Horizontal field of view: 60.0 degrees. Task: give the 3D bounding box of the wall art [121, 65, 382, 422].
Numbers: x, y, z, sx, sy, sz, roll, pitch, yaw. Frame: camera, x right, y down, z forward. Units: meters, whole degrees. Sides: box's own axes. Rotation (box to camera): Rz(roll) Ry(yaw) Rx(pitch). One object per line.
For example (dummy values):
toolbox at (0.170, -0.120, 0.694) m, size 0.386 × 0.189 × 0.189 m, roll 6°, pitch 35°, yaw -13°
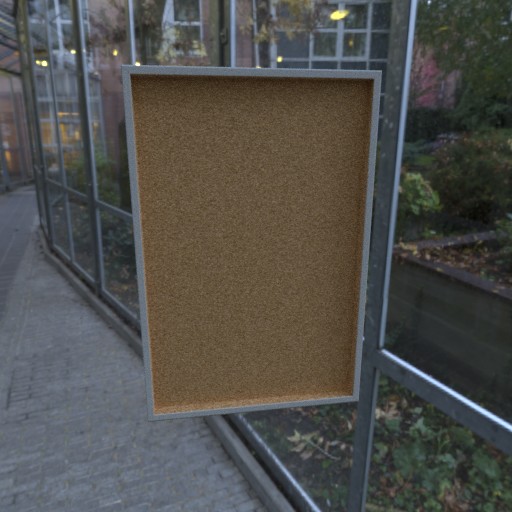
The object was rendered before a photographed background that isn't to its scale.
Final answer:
wall art at (0.000, 0.000, 1.167) m, size 0.610 × 0.914 × 0.038 m, roll -2°, pitch 16°, yaw -9°
